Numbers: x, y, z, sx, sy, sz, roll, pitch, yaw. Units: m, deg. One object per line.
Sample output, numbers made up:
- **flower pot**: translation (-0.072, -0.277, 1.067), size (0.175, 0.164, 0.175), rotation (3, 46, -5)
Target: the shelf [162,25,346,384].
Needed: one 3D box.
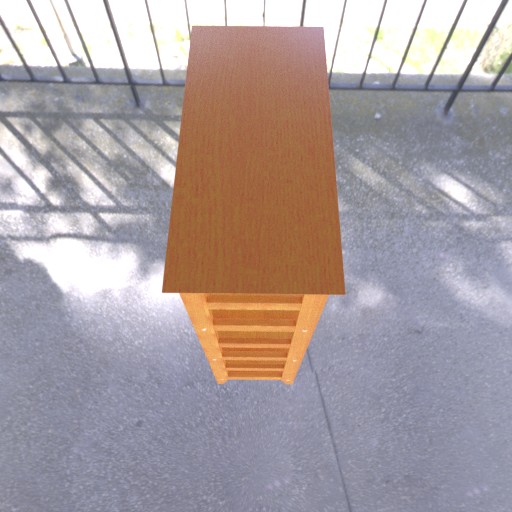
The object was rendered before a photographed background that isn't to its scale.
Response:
- **shelf**: translation (0.000, 0.000, 1.357), size (0.305, 1.067, 0.660), rotation (1, 64, 0)
